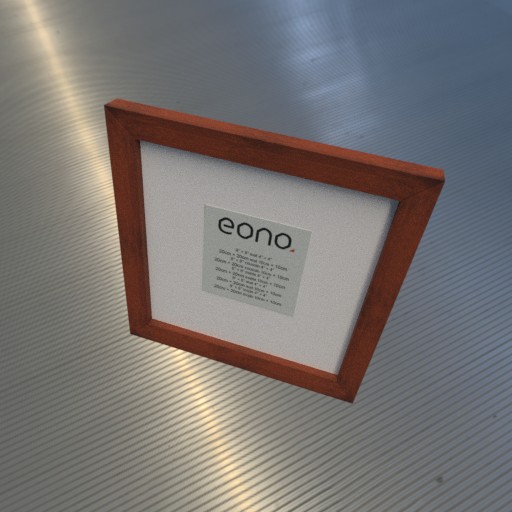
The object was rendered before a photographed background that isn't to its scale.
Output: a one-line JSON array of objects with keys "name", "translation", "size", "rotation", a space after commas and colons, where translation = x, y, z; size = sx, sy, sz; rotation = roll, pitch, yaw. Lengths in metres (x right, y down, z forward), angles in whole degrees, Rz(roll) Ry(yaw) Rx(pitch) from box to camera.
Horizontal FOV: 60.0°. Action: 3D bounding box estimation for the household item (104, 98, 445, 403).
[{"name": "household item", "translation": [0.000, 0.000, 0.391], "size": [0.240, 0.240, 0.131], "rotation": [15, 58, 9]}]
